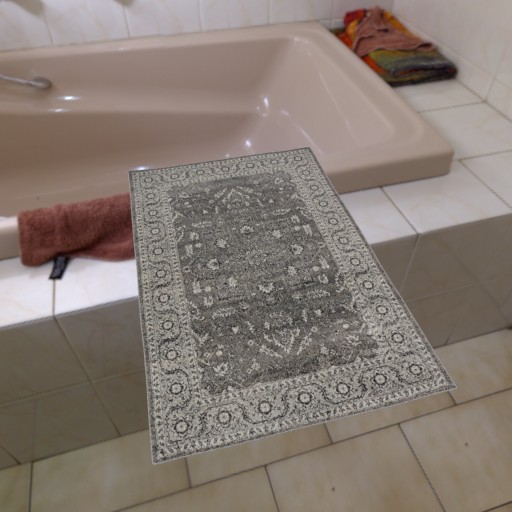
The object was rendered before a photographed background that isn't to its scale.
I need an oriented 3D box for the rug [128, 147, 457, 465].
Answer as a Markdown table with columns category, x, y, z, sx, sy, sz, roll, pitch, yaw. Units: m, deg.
| category | x | y | z | sx | sy | sz | roll | pitch | yaw |
| --- | --- | --- | --- | --- | --- | --- | --- | --- | --- |
| rug | 0.000 | 0.000 | 2.281 | 1.209 | 0.019 | 1.828 | -10 | 47 | -10 |
